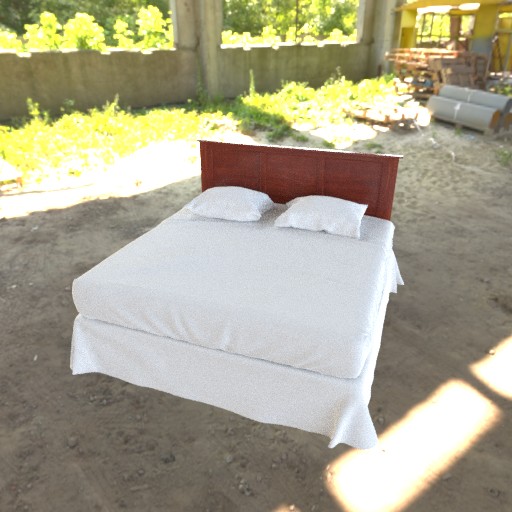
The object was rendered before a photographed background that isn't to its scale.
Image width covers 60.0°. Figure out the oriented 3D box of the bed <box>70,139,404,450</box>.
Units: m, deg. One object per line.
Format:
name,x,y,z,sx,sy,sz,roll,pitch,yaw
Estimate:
bed,0.000,0.000,3.539,2.314,1.271,2.219,9,28,18
